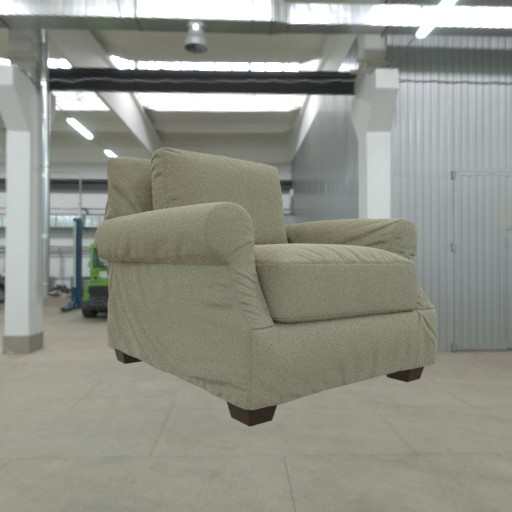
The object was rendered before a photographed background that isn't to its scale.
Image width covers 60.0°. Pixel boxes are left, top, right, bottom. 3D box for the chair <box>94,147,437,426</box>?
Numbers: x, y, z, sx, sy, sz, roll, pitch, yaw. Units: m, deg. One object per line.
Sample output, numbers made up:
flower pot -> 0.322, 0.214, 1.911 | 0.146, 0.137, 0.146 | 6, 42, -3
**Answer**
chair -> 0.000, 0.000, 1.700 | 0.940, 0.866, 1.066 | 0, -1, -37
